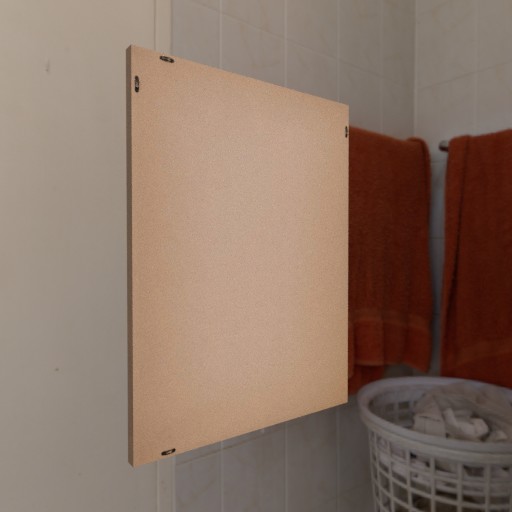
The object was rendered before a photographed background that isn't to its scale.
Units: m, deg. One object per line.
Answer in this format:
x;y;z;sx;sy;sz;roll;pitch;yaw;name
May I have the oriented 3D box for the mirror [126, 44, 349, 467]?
0.000;0.000;1.302;0.762;1.016;0.040;-1;1;-37;mirror
